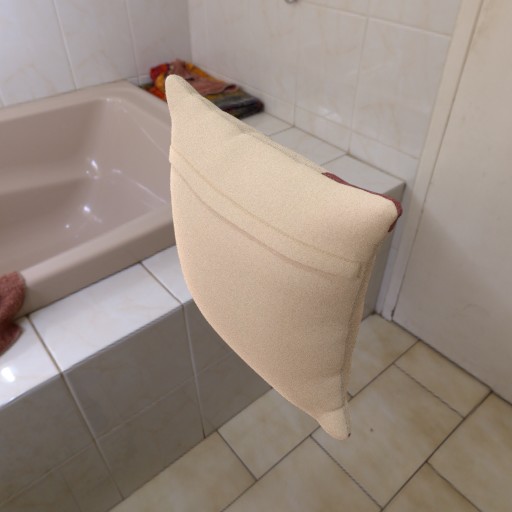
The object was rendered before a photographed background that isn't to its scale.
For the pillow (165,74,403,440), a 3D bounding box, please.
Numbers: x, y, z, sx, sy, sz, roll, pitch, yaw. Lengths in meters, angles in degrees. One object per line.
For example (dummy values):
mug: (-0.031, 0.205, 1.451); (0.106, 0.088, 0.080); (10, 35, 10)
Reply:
pillow: (0.000, 0.000, 0.790); (0.229, 0.506, 0.536); (-26, 47, -28)
